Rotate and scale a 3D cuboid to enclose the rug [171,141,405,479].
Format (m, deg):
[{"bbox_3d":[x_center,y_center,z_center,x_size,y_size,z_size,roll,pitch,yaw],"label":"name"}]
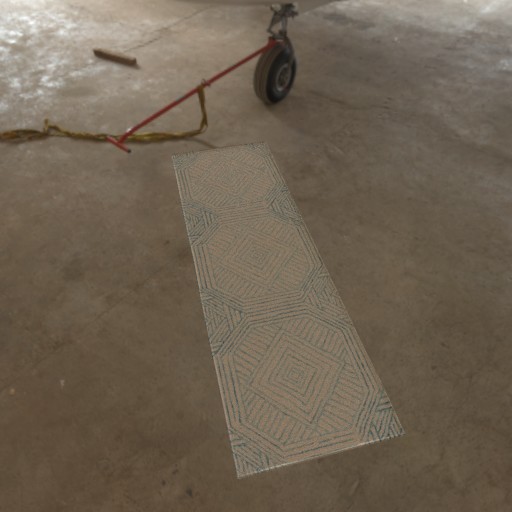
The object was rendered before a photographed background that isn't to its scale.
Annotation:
[{"bbox_3d":[0.000,0.000,2.734,0.775,0.012,2.452,-10,48,-10],"label":"rug"}]
